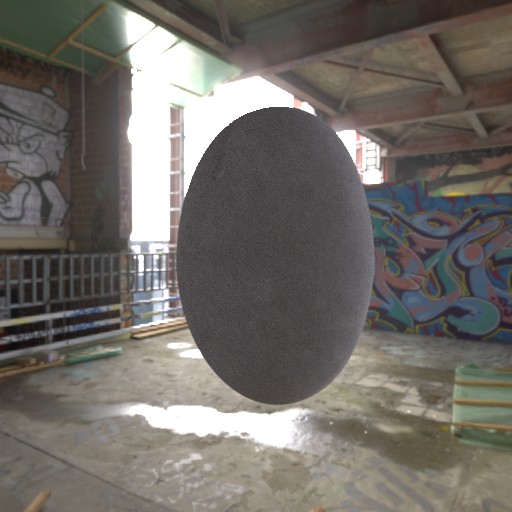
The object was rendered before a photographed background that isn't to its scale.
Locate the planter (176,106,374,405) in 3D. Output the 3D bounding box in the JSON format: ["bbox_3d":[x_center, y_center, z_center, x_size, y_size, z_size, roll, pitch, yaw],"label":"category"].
[{"bbox_3d":[0.000,0.000,0.289,0.071,0.188,0.185,-1,2,-36],"label":"planter"}]
